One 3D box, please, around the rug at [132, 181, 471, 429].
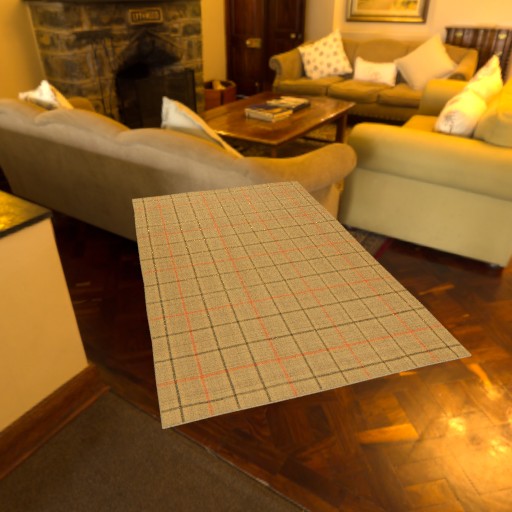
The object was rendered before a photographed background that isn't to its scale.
[{"bbox_3d":[0.000,0.000,3.025,1.524,0.015,2.439,-9,32,-14],"label":"rug"}]
